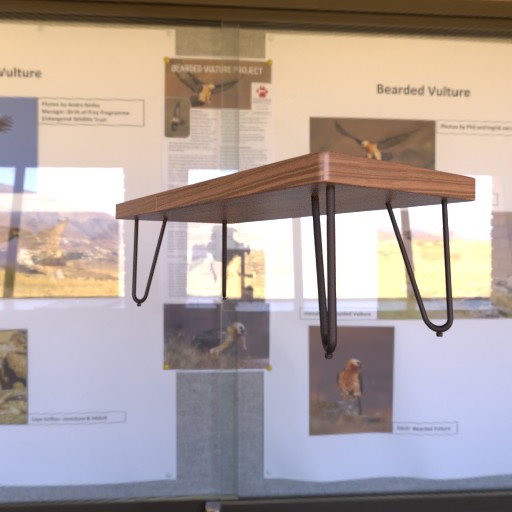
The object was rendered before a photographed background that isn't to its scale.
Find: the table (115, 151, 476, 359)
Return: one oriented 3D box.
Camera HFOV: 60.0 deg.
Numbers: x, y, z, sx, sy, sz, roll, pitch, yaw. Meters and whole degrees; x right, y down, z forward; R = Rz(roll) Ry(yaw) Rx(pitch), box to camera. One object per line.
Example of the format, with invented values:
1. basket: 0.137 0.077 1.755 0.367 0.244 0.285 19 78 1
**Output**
1. table: 0.000 0.000 1.683 0.637 0.468 1.375 0 1 -36
